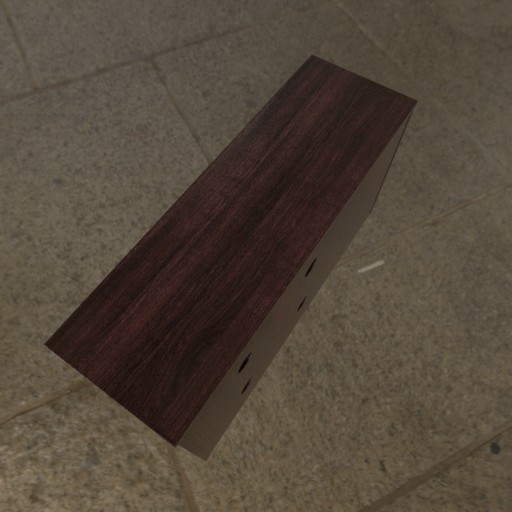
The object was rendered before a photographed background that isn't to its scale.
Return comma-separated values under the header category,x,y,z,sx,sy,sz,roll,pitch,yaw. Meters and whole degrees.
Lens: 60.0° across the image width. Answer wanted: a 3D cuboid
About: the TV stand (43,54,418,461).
category,x,y,z,sx,sy,sz,roll,pitch,yaw
TV stand,0.000,0.000,1.463,0.404,0.614,1.192,31,66,15
